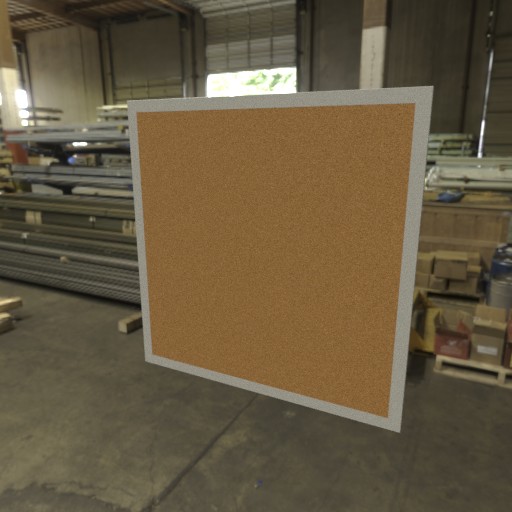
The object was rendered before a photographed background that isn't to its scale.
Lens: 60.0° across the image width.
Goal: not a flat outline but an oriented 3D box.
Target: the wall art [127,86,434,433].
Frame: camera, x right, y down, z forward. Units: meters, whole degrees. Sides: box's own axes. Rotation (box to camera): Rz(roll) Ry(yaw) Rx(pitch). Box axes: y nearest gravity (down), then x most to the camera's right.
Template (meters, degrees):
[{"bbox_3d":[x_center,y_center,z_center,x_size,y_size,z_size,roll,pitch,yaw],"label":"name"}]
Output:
[{"bbox_3d":[0.000,0.000,1.185,0.812,0.813,0.013,7,17,26],"label":"wall art"}]
